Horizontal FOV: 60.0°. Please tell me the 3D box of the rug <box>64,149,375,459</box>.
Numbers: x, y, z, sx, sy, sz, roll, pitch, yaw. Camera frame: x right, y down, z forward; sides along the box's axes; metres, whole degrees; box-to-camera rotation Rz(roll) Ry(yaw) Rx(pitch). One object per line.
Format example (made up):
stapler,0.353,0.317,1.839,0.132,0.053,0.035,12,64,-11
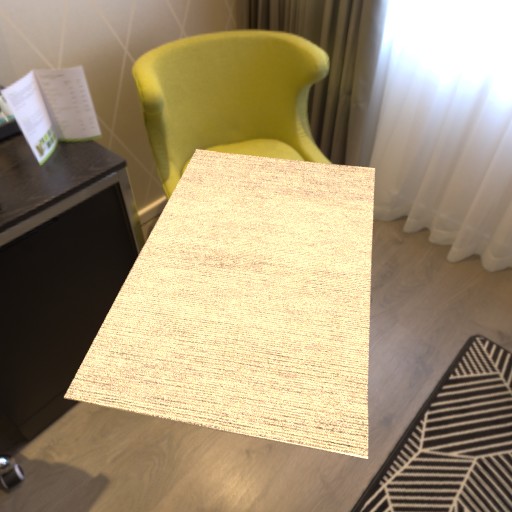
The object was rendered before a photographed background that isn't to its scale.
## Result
rug,0.000,0.000,2.212,1.149,0.021,1.773,8,46,8
